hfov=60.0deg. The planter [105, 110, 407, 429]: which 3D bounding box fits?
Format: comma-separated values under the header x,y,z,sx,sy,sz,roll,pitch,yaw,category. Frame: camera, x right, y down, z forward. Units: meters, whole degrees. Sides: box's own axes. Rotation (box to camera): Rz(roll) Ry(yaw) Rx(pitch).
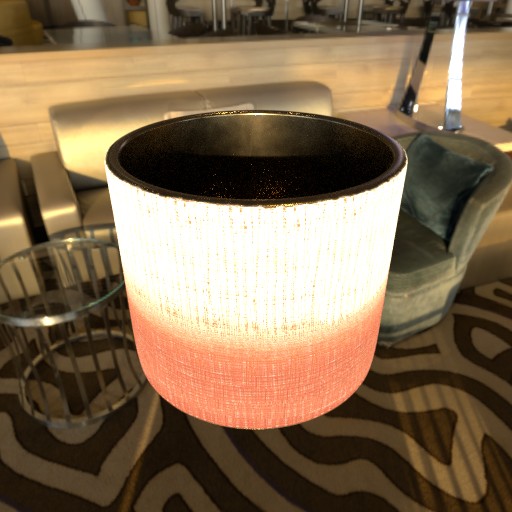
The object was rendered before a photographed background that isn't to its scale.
x,y,z,sx,sy,sz,roll,pitch,yaw,category
0.000,0.000,0.306,0.178,0.157,0.178,0,31,0,planter
